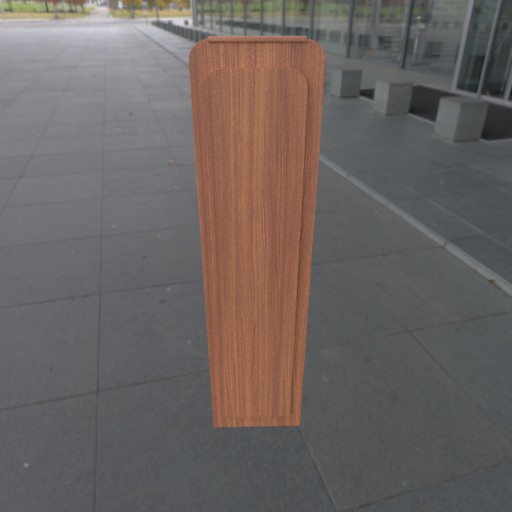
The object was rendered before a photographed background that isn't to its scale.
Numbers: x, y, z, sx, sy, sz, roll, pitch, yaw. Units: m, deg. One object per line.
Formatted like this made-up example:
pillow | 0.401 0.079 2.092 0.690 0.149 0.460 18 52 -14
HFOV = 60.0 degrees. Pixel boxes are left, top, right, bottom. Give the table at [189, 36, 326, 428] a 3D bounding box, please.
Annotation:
table | 0.000 0.000 2.035 0.450 1.830 0.420 -1 29 -1
